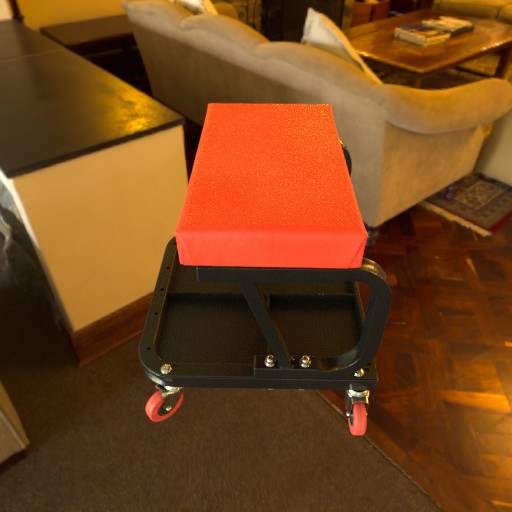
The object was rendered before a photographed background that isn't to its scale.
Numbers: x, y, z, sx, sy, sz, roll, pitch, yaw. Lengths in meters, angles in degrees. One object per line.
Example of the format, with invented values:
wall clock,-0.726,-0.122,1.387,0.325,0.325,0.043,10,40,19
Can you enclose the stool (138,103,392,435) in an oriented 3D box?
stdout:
stool,0.000,0.000,0.741,0.371,0.380,0.446,1,40,1
